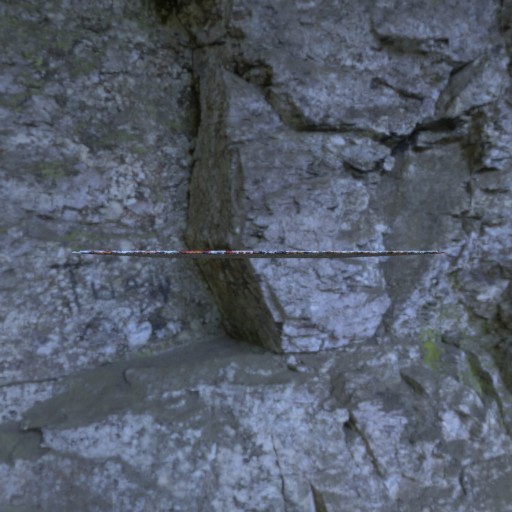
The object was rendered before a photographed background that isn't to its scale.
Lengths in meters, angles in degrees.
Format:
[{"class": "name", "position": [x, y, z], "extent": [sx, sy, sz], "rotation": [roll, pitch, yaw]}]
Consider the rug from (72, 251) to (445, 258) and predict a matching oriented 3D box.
[{"class": "rug", "position": [0.000, 0.000, 2.409], "extent": [1.218, 0.010, 1.997], "rotation": [0, -1, -1]}]
